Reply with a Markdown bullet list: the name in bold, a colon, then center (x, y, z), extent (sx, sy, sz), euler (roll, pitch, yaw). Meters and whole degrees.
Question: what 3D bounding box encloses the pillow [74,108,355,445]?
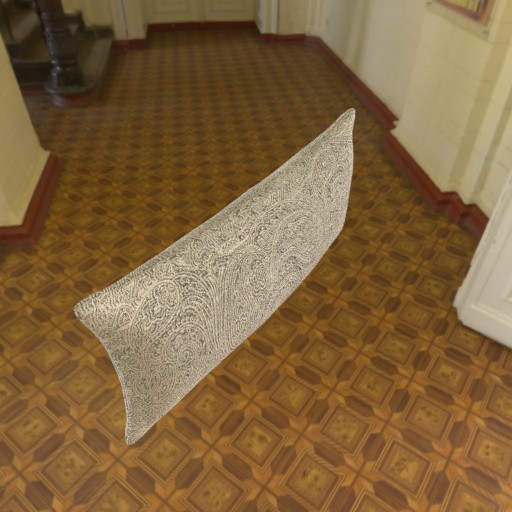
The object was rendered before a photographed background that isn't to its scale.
- **pillow**: center (0.000, 0.000, 0.727), extent (0.151, 0.295, 0.615), euler (26, 47, 26)
